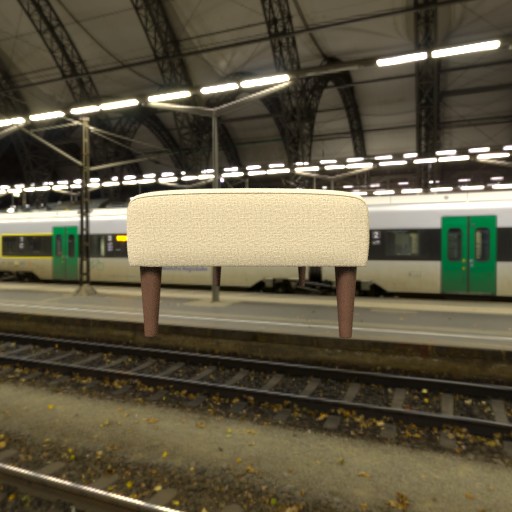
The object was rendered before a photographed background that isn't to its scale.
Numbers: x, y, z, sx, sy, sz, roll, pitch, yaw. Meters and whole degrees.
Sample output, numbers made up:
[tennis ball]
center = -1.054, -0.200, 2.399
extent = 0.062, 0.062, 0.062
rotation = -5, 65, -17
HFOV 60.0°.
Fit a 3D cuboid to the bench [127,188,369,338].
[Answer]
[bench]
center = 0.000, 0.000, 1.912
extent = 0.646, 0.393, 1.609
rotation = 0, 1, 2
